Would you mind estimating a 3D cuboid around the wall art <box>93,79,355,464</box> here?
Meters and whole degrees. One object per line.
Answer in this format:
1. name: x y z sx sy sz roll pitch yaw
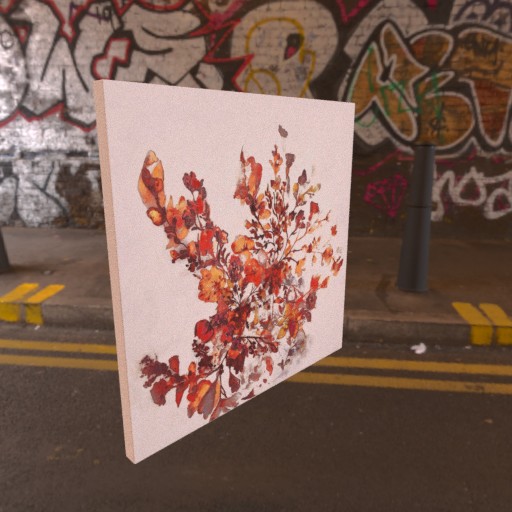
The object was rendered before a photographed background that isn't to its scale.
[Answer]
1. wall art: 0.000 0.000 1.470 0.049 1.009 1.009 15 21 43
